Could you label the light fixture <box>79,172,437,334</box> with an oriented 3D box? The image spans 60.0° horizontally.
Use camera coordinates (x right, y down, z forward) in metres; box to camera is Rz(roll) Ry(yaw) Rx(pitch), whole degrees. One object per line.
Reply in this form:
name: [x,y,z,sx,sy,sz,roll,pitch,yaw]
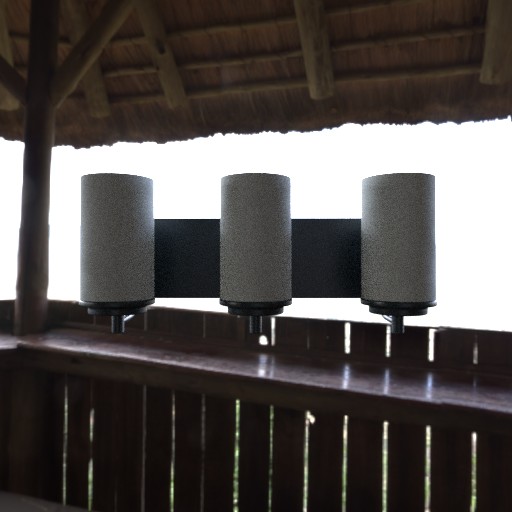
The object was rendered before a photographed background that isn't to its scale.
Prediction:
light fixture: [0.000,0.000,0.527,0.451,0.172,0.145,0,0,0]
